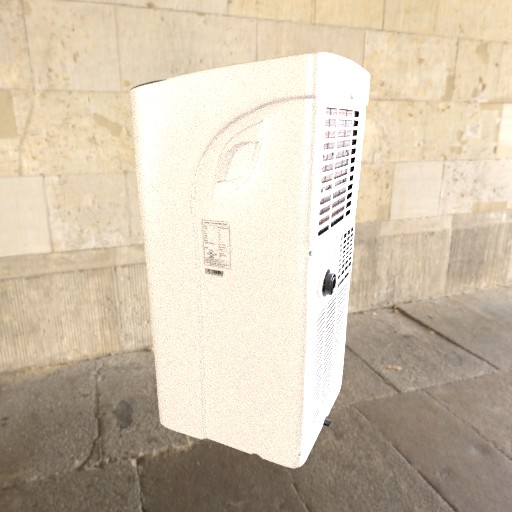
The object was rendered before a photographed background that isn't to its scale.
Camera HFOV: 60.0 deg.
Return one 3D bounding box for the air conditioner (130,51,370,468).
[{"bbox_3d":[0.000,0.000,0.900,0.369,0.716,0.352,7,18,24],"label":"air conditioner"}]
